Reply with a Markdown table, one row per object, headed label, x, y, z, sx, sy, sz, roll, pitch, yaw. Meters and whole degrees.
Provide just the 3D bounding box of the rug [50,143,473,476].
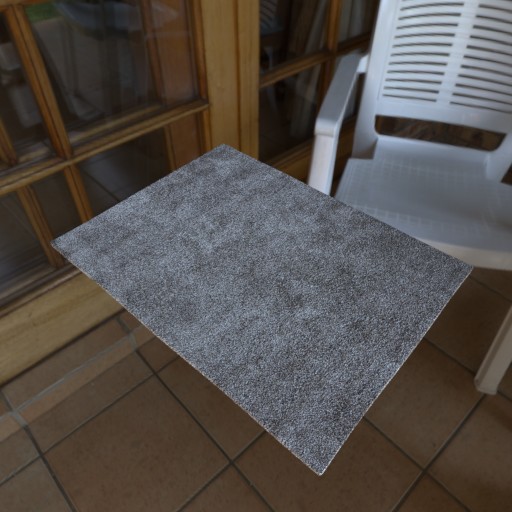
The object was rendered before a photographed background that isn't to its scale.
| label | x | y | z | sx | sy | sz | roll | pitch | yaw |
| --- | --- | --- | --- | --- | --- | --- | --- | --- | --- |
| rug | 0.000 | 0.000 | 2.088 | 1.601 | 0.025 | 1.198 | 32 | 54 | 28 |
